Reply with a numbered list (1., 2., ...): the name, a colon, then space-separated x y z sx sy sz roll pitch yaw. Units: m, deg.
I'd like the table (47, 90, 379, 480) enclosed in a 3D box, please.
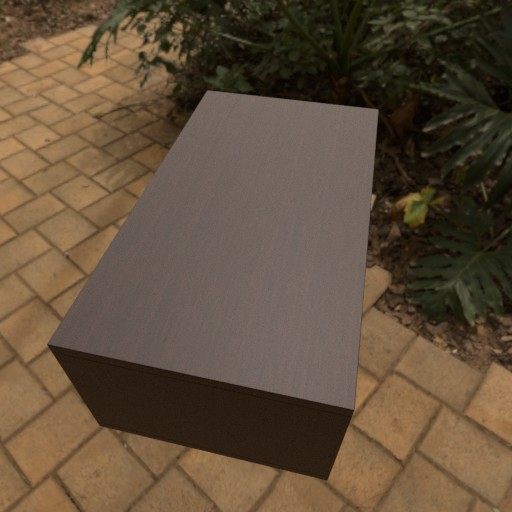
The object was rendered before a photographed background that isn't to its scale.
1. table: 0.000 0.000 1.327 0.590 0.460 1.050 10 48 9
